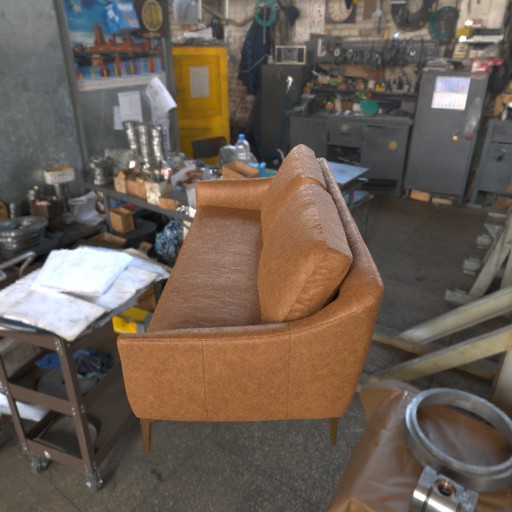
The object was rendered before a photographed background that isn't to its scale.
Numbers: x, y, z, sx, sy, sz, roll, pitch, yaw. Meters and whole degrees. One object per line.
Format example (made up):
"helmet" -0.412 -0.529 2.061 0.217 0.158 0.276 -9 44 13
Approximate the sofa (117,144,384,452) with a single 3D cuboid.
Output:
"sofa" 0.000 0.000 2.565 0.981 0.945 2.036 1 26 1
